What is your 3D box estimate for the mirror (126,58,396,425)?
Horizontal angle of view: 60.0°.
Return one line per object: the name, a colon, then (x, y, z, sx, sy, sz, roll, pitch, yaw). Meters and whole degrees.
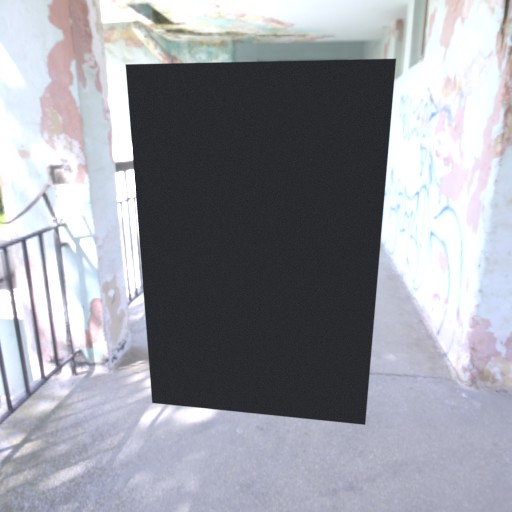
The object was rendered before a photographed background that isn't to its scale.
mirror: (0.000, 0.000, 1.134, 0.606, 0.912, 0.044, 3, 17, 9)
